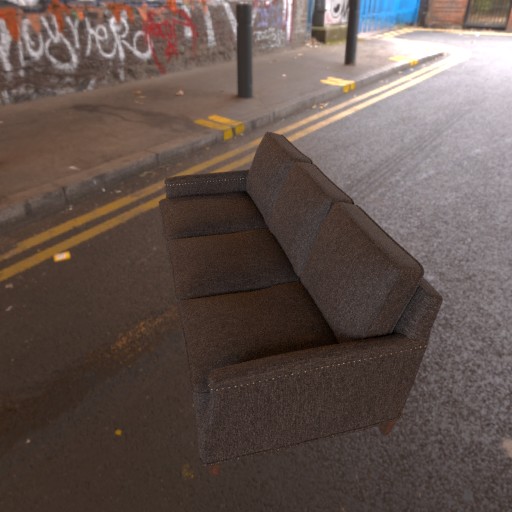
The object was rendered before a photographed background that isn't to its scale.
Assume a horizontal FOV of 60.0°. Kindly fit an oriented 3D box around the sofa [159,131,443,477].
[{"bbox_3d":[0.000,0.000,2.803,1.084,1.003,2.246,-8,32,-12],"label":"sofa"}]
